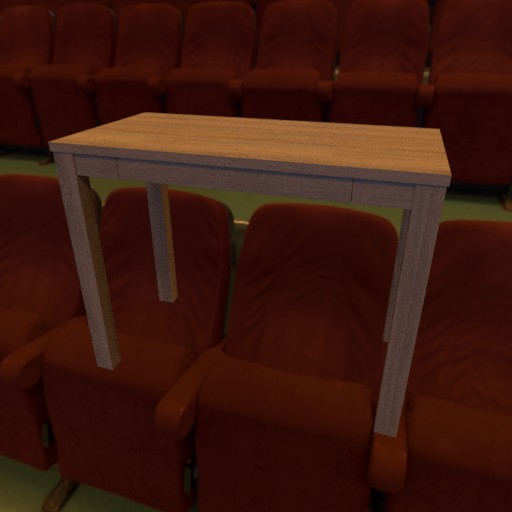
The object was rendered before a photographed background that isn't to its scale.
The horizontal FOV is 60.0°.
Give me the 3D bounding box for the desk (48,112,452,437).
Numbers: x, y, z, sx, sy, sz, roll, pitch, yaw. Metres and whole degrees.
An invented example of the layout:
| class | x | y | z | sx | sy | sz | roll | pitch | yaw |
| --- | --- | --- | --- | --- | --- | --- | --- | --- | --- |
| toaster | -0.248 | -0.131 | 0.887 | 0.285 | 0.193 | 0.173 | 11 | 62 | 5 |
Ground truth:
| class | x | y | z | sx | sy | sz | roll | pitch | yaw |
| --- | --- | --- | --- | --- | --- | --- | --- | --- | --- |
| desk | 0.000 | 0.000 | 1.417 | 0.991 | 0.762 | 0.495 | 8 | 28 | 16 |
